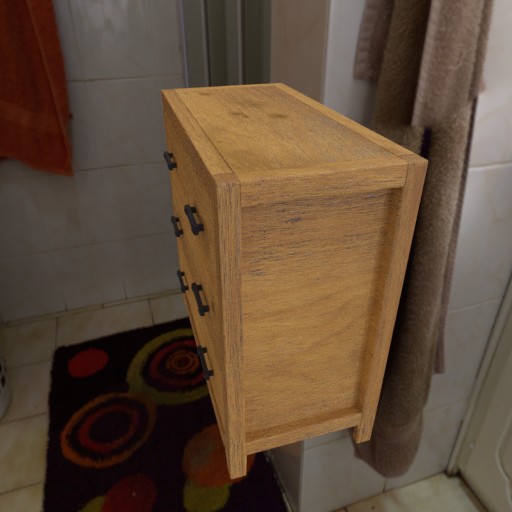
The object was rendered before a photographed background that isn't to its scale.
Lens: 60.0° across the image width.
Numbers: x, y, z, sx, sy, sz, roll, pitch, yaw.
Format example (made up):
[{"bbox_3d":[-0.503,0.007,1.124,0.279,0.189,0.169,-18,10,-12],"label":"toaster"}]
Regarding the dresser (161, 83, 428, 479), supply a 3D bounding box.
[{"bbox_3d":[0.000,0.000,1.298,0.427,0.804,0.804,-9,32,-14],"label":"dresser"}]
